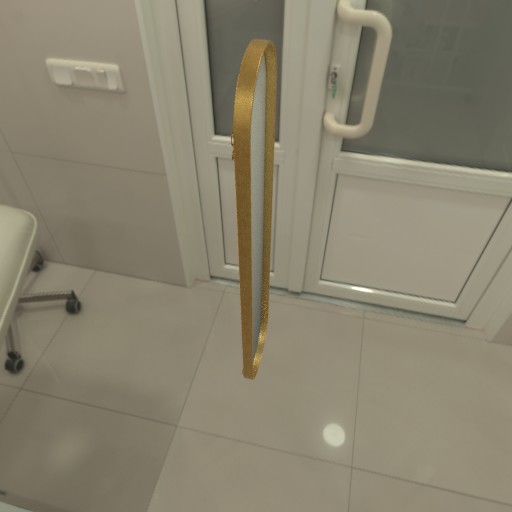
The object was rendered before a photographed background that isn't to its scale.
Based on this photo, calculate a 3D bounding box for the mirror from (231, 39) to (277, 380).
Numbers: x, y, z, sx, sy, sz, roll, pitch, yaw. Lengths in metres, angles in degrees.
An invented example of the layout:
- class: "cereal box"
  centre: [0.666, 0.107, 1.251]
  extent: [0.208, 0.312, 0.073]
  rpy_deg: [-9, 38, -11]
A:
- class: "mirror"
  centre: [0.000, 0.000, 1.068]
  extent: [0.032, 0.991, 0.222]
  rpy_deg: [10, 48, 9]
